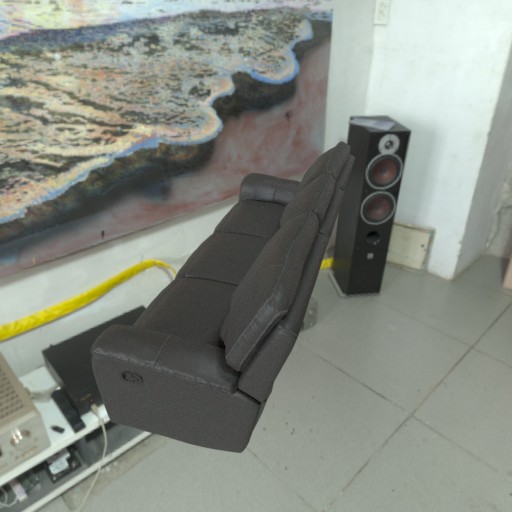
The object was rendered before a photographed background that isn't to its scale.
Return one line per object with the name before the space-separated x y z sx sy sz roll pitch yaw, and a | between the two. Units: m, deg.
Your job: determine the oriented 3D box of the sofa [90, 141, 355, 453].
sofa | 0.000 0.000 3.181 1.104 1.134 2.627 9 31 14
